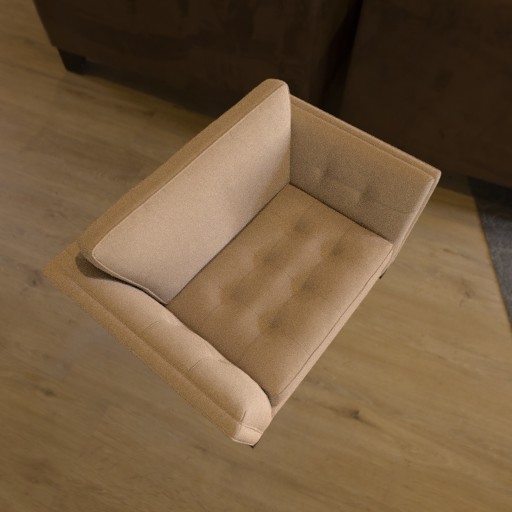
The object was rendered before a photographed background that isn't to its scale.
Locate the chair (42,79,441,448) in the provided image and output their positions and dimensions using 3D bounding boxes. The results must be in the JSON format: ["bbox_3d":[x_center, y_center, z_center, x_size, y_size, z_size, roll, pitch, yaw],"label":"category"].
[{"bbox_3d":[0.000,0.000,2.035,0.965,0.940,1.397,35,64,19],"label":"chair"}]
